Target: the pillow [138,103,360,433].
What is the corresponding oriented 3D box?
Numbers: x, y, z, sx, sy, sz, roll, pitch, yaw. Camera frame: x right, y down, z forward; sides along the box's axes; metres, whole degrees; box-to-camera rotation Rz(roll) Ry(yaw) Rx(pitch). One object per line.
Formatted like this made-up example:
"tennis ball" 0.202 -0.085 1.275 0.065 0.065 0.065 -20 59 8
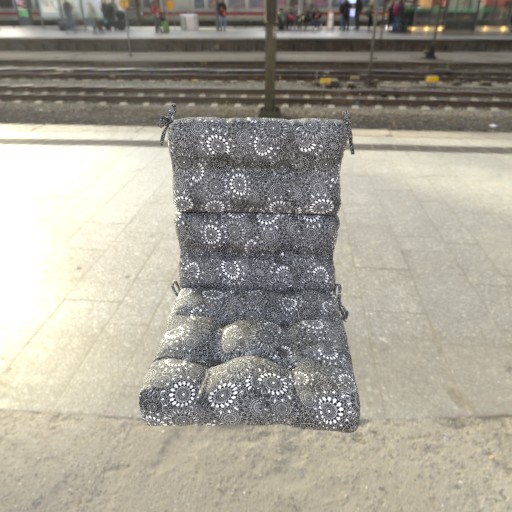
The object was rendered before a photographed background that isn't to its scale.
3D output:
"pillow" 0.000 0.000 1.060 0.519 0.605 0.571 1 29 2
